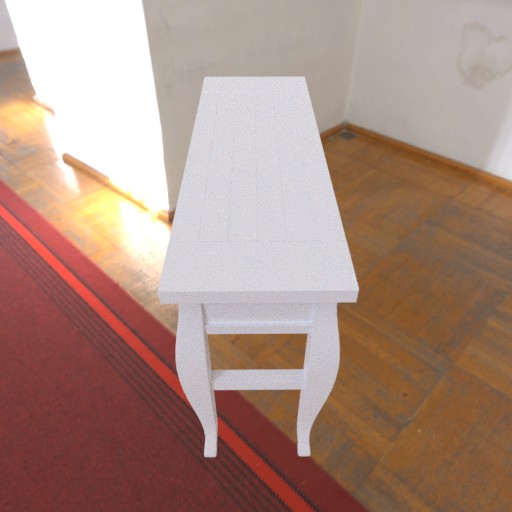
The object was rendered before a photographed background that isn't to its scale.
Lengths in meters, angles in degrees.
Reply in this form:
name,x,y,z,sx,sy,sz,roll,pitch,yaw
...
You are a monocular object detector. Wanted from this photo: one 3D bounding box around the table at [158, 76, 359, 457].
name,x,y,z,sx,sy,sz,roll,pitch,yaw
table,0.000,0.000,1.434,0.373,0.768,1.062,0,41,0
